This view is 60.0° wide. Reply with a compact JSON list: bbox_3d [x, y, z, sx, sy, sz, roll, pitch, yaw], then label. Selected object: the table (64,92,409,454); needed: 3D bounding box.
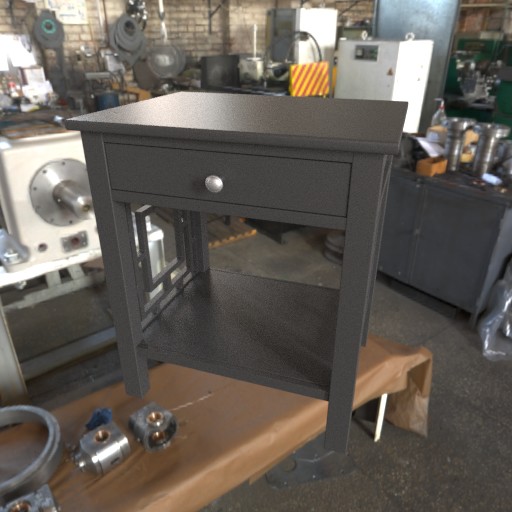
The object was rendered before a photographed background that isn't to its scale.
[{"bbox_3d":[0.000,0.000,1.019,0.564,0.646,0.451,9,28,17],"label":"table"}]
